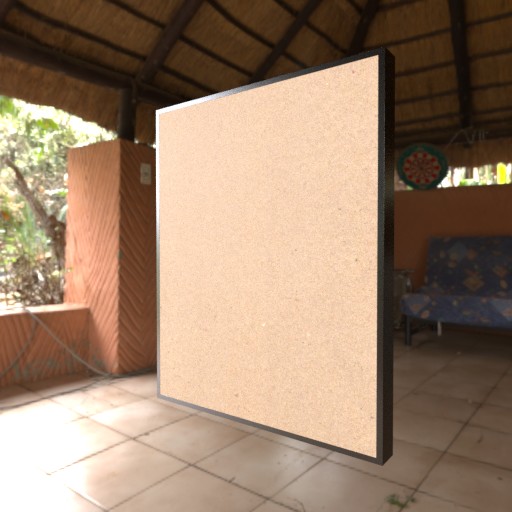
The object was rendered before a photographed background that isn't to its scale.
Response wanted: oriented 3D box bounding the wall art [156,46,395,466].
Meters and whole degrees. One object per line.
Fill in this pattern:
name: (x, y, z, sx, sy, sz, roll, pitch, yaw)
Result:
wall art: (0.000, 0.000, 0.731, 0.448, 0.551, 0.038, 1, 1, 37)
